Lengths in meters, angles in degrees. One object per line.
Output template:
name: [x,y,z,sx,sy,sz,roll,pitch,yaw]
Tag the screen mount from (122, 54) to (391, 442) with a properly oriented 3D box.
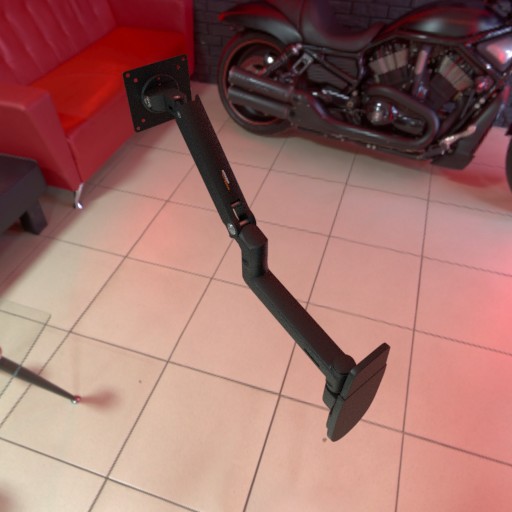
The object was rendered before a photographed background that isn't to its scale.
screen mount: [0.000,0.000,0.720,0.115,0.466,0.495,-30,53,-26]
